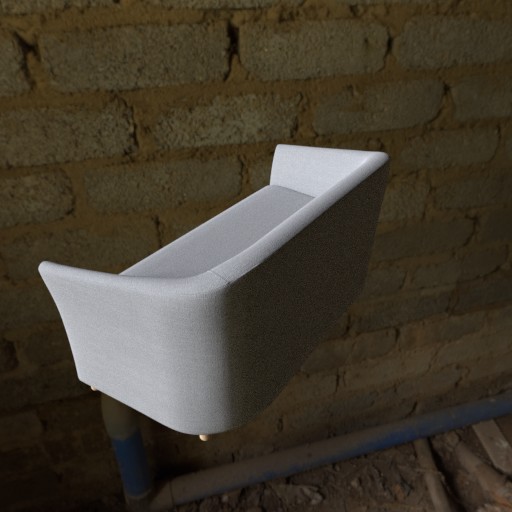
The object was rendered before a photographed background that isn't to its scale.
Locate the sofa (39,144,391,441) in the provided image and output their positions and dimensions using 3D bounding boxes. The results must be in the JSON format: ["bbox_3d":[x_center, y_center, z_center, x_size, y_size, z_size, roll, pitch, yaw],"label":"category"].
[{"bbox_3d":[0.000,0.000,1.856,0.705,0.721,1.452,20,38,29],"label":"sofa"}]
